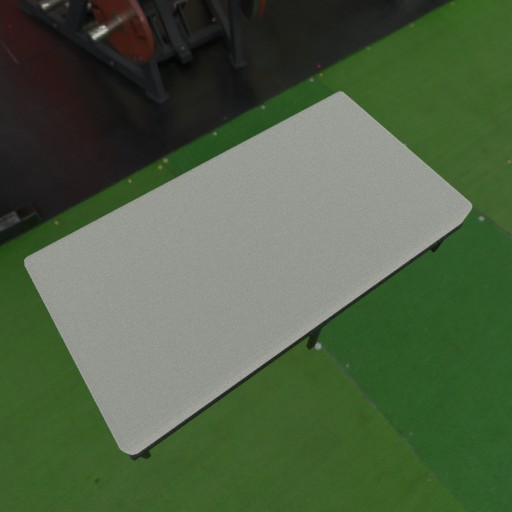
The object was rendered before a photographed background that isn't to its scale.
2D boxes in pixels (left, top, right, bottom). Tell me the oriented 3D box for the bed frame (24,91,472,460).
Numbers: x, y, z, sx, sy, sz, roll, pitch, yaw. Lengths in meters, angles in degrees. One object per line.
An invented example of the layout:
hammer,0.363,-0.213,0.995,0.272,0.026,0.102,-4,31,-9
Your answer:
bed frame,0.000,0.000,3.134,2.635,0.680,1.393,-32,66,-16
